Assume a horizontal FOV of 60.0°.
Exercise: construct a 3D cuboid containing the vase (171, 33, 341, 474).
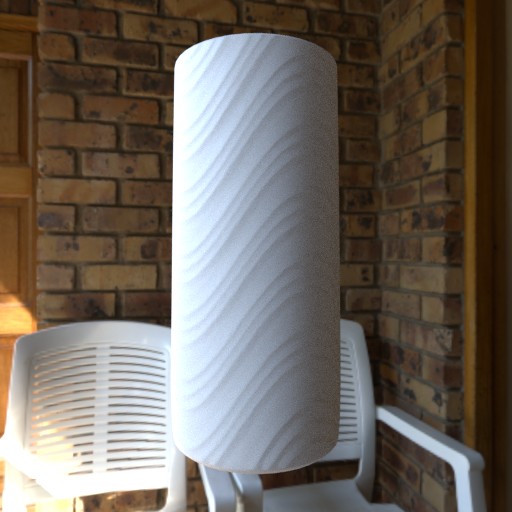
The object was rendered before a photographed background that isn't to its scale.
[{"bbox_3d":[0.000,0.000,0.381,0.143,0.316,0.143,0,0,0],"label":"vase"}]
